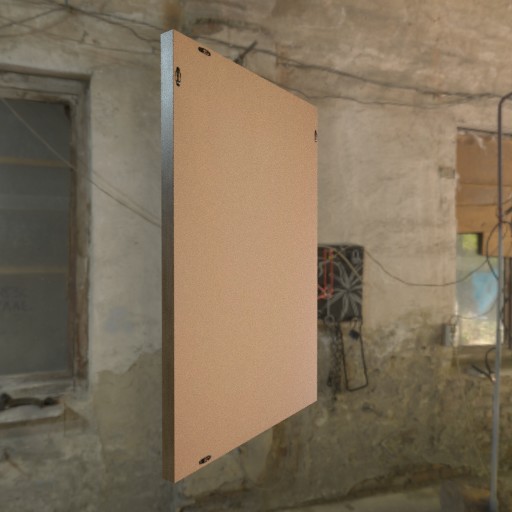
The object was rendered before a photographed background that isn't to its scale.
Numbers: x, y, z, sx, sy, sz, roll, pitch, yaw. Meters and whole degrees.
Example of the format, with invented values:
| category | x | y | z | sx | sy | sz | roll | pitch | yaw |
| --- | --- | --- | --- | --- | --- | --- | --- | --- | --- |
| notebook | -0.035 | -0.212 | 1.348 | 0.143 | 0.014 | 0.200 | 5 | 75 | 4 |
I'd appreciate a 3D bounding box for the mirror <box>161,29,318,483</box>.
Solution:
| category | x | y | z | sx | sy | sz | roll | pitch | yaw |
| --- | --- | --- | --- | --- | --- | --- | --- | --- | --- |
| mirror | 0.000 | 0.000 | 1.147 | 0.041 | 0.915 | 0.609 | 1 | 1 | 36 |
